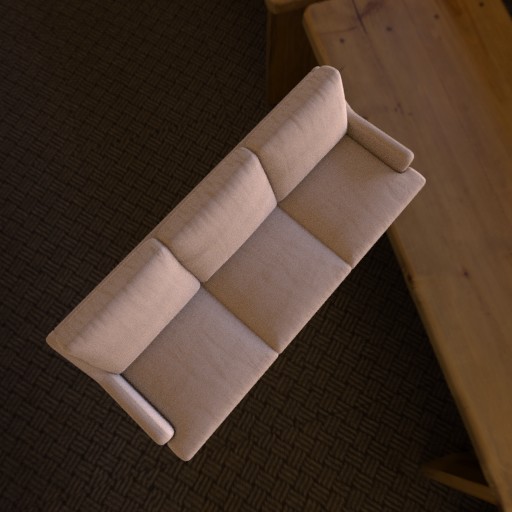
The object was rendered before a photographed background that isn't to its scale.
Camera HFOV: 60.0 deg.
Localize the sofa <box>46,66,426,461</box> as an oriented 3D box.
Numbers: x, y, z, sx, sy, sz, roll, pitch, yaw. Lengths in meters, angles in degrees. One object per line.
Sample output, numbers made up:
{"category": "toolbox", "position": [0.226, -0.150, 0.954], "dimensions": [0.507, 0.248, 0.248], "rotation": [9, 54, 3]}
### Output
{"category": "sofa", "position": [0.000, 0.000, 2.741], "dimensions": [1.000, 0.913, 2.321], "rotation": [41, 79, 10]}
